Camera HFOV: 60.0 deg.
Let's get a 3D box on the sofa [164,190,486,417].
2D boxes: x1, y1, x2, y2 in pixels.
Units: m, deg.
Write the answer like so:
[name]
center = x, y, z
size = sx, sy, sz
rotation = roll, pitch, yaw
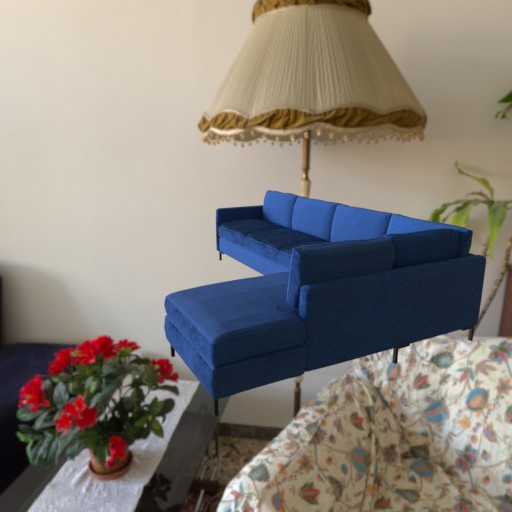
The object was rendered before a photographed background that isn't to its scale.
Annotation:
[sofa]
center = 0.000, 0.000, 3.216
size = 1.707, 0.687, 2.486
rotation = -7, 16, -26
